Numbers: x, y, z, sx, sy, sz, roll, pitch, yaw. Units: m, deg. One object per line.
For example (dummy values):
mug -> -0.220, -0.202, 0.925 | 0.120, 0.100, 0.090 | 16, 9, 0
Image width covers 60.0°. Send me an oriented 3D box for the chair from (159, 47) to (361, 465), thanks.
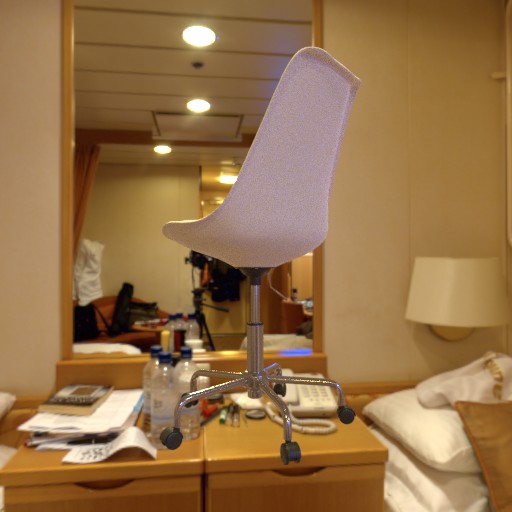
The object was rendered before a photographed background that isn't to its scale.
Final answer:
chair -> 0.000, 0.000, 1.232 | 0.550, 0.930, 0.550 | 0, -1, 36
